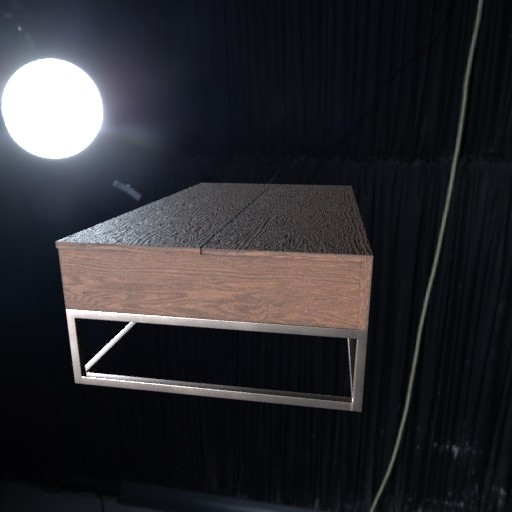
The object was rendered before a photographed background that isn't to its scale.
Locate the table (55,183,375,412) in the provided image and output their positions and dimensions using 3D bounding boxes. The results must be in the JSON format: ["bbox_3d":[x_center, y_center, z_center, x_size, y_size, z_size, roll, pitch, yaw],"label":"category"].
[{"bbox_3d":[0.000,0.000,1.542,0.719,0.361,1.167,3,16,9],"label":"table"}]
